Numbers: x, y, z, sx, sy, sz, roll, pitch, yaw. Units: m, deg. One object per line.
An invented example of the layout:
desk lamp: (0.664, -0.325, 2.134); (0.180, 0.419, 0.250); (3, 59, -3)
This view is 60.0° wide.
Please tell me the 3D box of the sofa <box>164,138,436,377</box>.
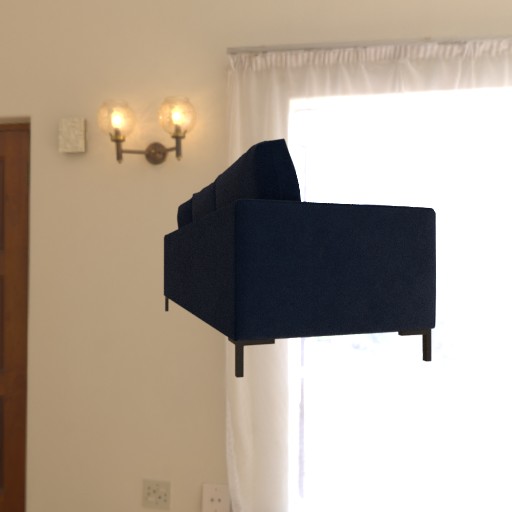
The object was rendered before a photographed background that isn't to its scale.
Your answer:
sofa: (0.000, 0.000, 2.718); (0.875, 0.879, 2.252); (0, -1, -18)
